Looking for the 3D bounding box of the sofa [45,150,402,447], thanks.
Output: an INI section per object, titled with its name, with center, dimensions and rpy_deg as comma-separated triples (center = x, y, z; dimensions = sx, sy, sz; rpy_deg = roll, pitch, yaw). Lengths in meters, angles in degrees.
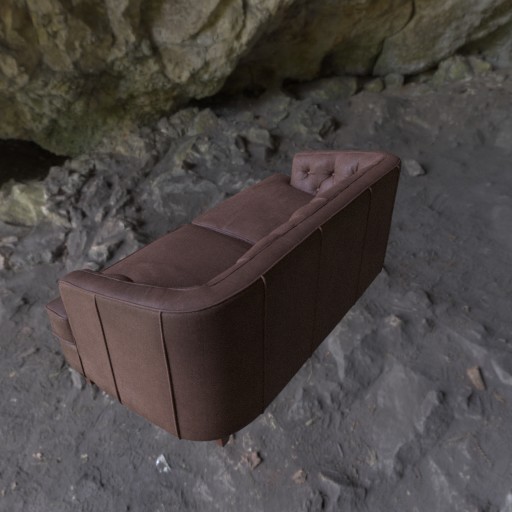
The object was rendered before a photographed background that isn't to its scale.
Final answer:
[sofa]
center = 0.000, 0.000, 2.193
dimensions = 0.917, 0.799, 1.767
rpy_deg = 20, 37, 29
